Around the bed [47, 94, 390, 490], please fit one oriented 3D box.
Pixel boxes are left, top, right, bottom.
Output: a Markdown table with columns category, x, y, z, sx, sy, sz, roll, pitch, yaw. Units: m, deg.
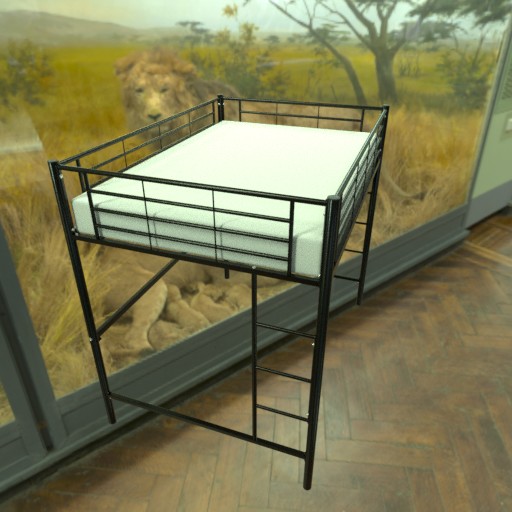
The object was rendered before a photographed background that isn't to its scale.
| category | x | y | z | sx | sy | sz | roll | pitch | yaw |
| --- | --- | --- | --- | --- | --- | --- | --- | --- | --- |
| bed | 0.000 | 0.000 | 3.137 | 1.397 | 1.803 | 1.994 | 10 | 31 | 17 |
